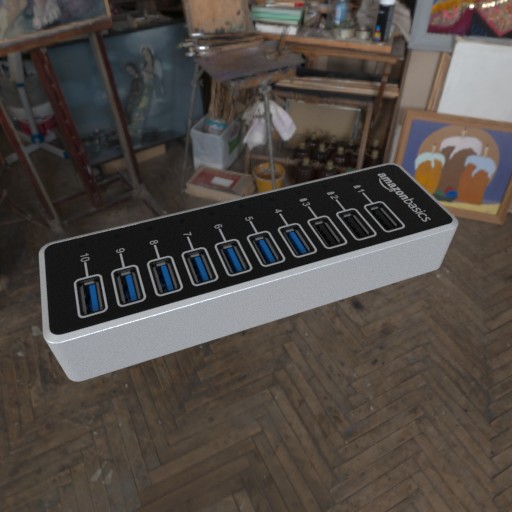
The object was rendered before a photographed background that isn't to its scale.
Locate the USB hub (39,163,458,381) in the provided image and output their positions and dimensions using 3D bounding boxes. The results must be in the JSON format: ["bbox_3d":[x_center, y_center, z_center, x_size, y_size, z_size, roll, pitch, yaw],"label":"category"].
[{"bbox_3d":[0.000,0.000,0.165,0.145,0.023,0.044,-15,48,-14],"label":"USB hub"}]
